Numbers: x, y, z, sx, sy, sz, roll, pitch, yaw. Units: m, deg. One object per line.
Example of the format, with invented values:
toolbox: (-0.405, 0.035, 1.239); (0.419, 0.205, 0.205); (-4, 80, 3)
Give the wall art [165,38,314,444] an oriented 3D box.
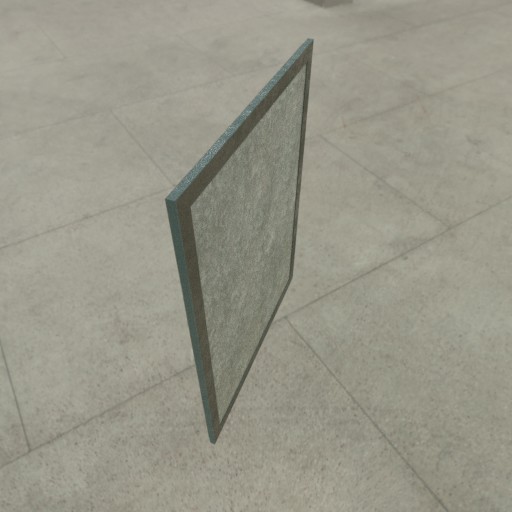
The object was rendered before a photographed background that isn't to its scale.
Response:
wall art: (0.000, 0.000, 1.318); (0.030, 0.983, 0.767); (16, 48, 15)
